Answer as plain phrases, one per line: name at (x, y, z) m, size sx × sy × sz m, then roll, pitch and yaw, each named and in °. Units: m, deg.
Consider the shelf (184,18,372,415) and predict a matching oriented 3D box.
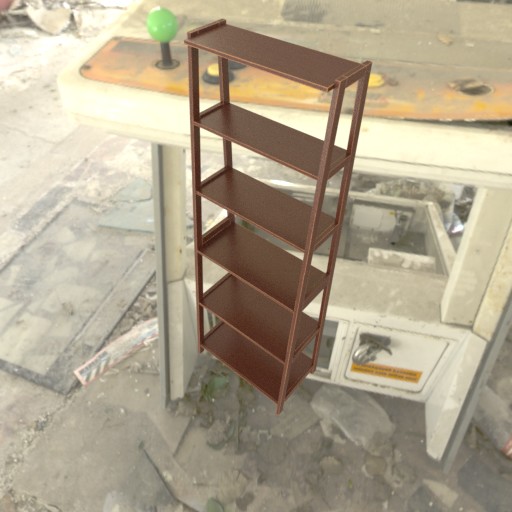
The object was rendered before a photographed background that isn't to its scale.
shelf at (0.000, 0.000, 2.136) m, size 0.660 × 1.892 × 0.381 m, roll 31°, pitch 53°, yaw 27°
